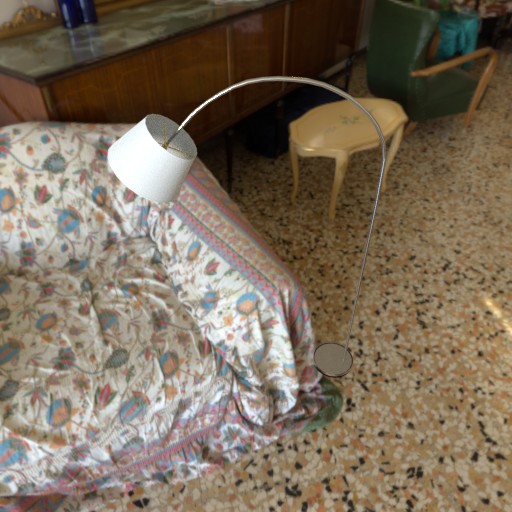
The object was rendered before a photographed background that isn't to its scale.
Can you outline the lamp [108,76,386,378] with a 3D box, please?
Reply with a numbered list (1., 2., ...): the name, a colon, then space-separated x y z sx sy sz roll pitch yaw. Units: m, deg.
1. lamp: 0.000 0.000 2.643 1.445 2.098 0.406 0 41 -1
